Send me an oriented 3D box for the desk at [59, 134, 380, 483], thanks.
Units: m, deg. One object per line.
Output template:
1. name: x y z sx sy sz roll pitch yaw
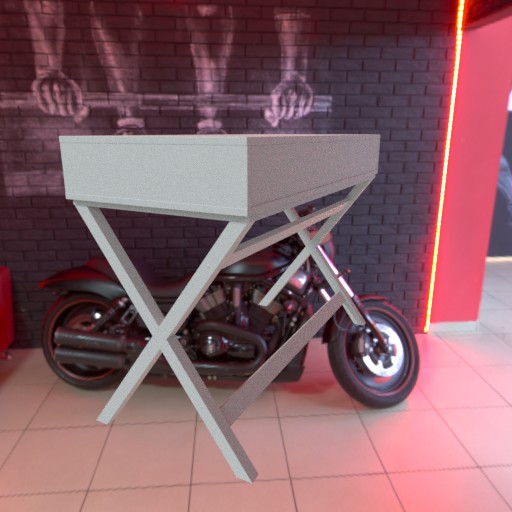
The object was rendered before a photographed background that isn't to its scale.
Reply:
1. desk: 0.000 0.000 1.482 0.525 0.780 1.057 8 18 27
